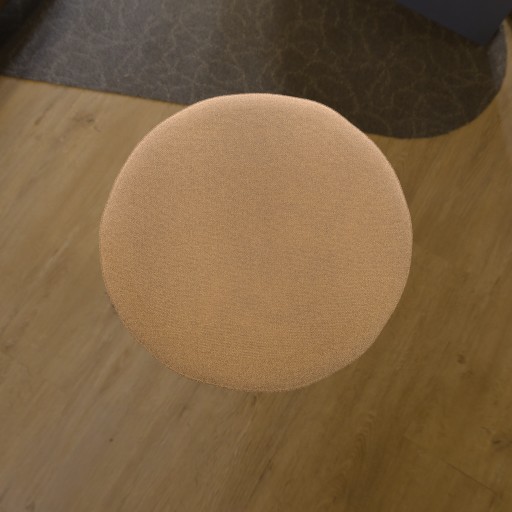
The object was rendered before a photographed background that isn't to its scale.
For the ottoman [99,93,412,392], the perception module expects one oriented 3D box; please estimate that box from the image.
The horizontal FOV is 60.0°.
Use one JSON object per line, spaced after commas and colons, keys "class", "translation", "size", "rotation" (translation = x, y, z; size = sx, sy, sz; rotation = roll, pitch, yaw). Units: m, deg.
{"class": "ottoman", "translation": [0.000, 0.000, 0.861], "size": [0.497, 0.409, 0.497], "rotation": [0, 76, 0]}
